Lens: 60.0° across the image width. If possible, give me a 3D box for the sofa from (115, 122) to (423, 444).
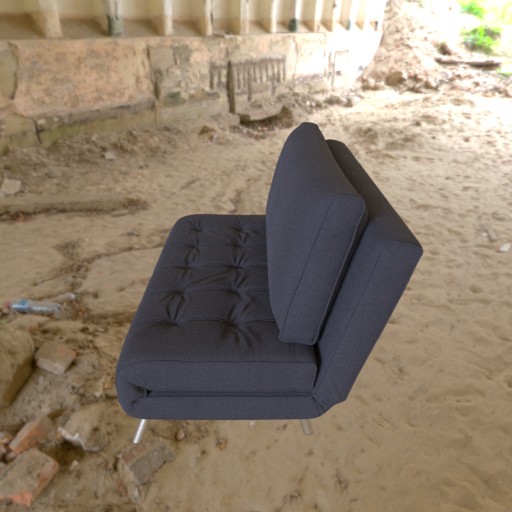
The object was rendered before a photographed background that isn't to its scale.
[{"bbox_3d":[0.000,0.000,1.860,0.910,0.910,1.220,0,27,0],"label":"sofa"}]
